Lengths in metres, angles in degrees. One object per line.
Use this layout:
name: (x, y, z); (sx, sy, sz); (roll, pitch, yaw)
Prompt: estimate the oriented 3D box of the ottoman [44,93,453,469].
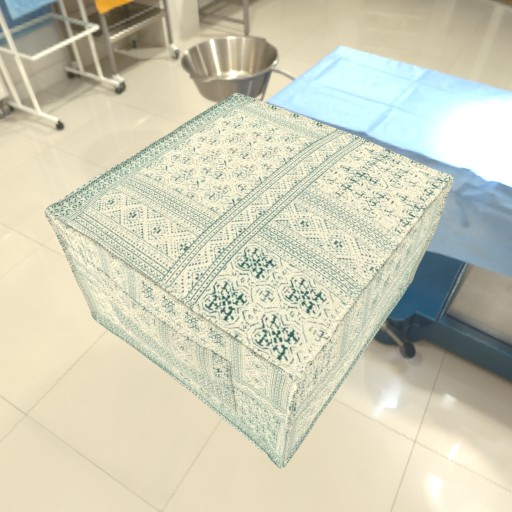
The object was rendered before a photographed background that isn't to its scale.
ottoman: (0.000, 0.000, 1.046); (0.617, 0.439, 0.626); (30, 54, 24)
